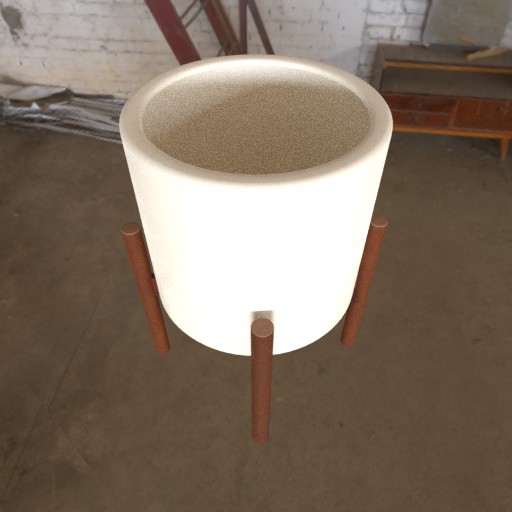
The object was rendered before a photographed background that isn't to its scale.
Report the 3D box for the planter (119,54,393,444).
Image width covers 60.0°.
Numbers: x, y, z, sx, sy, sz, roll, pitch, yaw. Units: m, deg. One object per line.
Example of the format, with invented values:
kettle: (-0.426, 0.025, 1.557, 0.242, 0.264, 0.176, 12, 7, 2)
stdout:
planter: (0.000, 0.000, 0.496, 0.224, 0.358, 0.224, 33, 54, 28)
